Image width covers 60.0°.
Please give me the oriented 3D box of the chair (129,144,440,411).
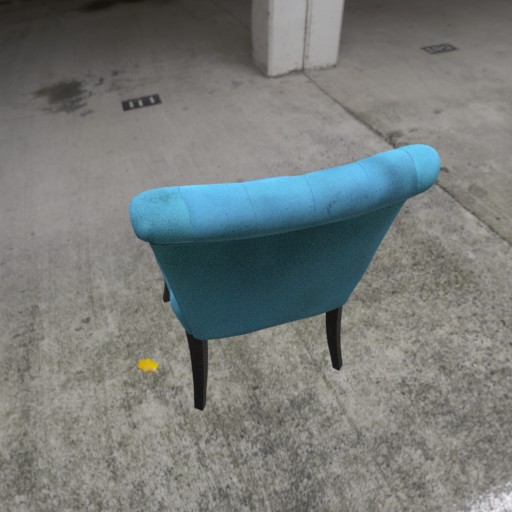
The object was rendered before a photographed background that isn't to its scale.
[{"bbox_3d":[0.000,0.000,1.170,0.582,0.750,0.605,-12,42,-14],"label":"chair"}]
